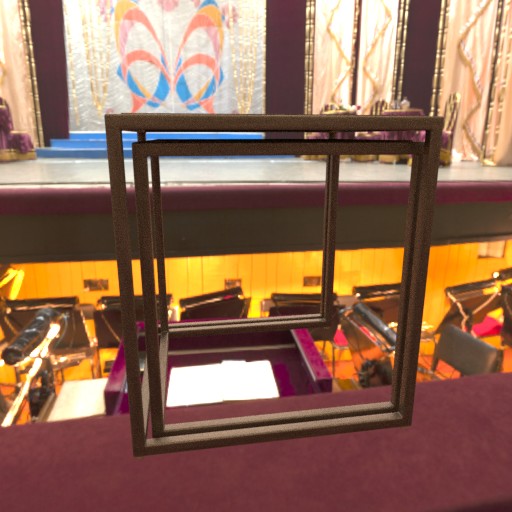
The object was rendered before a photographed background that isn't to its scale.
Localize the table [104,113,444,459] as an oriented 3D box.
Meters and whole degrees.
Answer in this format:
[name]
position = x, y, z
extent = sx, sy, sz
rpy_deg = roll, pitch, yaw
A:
[table]
position = 0.000, 0.000, 0.850
extent = 0.449, 0.500, 0.450
rpy_deg = -3, 15, -9
